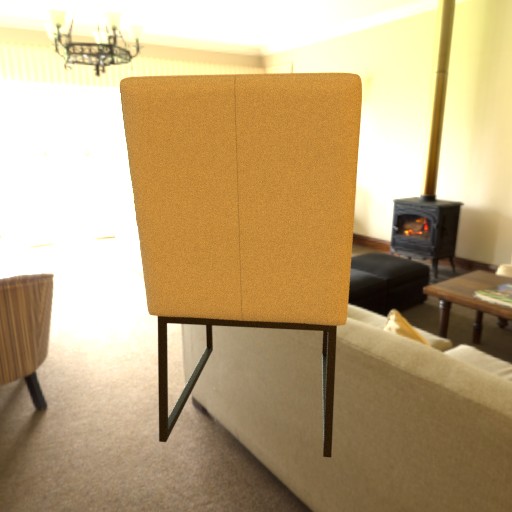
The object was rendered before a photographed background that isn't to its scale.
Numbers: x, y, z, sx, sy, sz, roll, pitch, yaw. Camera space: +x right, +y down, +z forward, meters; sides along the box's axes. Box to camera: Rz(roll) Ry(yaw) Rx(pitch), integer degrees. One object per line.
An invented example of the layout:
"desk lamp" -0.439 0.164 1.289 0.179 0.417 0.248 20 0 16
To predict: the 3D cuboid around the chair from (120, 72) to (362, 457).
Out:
"chair" 0.000 0.000 1.305 0.520 0.930 0.634 2 15 8
